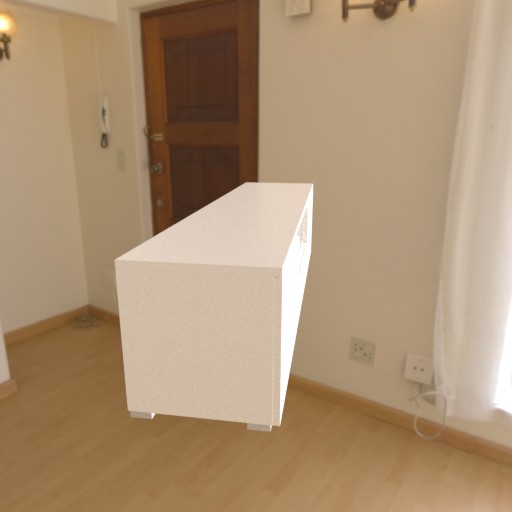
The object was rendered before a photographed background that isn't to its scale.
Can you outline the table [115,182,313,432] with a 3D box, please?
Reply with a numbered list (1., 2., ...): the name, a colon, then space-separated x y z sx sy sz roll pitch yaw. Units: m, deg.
1. table: 0.000 0.000 1.832 0.390 0.420 1.650 3 16 9
